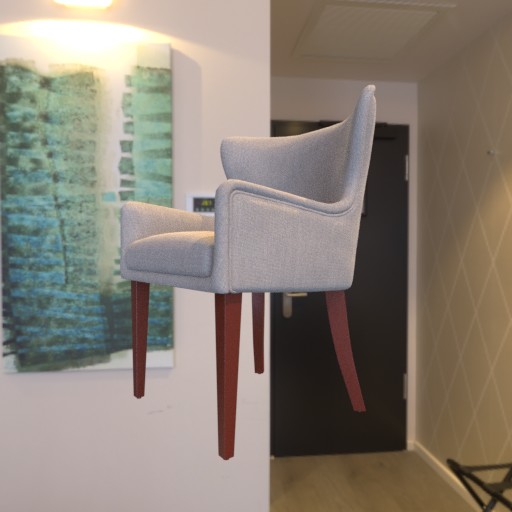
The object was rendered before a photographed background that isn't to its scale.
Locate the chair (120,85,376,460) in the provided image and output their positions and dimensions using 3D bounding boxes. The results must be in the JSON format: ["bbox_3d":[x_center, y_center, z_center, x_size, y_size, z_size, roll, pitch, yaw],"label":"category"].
[{"bbox_3d":[0.000,0.000,1.422,0.677,0.948,0.732,-1,1,-37],"label":"chair"}]
